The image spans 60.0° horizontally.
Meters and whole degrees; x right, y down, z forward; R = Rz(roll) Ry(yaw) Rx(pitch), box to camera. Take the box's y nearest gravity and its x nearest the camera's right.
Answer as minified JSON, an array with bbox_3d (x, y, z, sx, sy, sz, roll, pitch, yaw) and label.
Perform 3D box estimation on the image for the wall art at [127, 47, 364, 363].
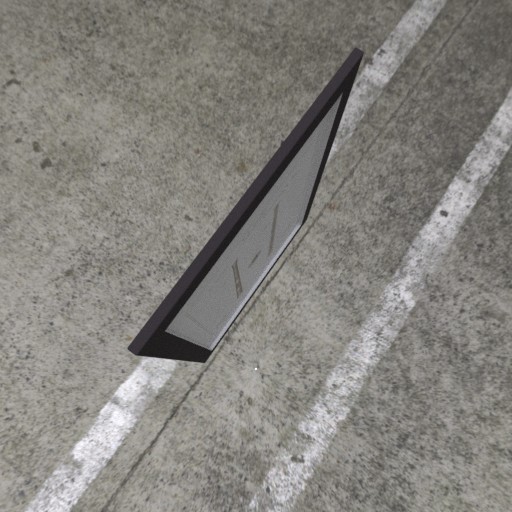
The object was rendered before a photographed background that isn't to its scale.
[{"bbox_3d":[0.000,0.000,0.676,0.012,0.529,0.374,34,78,8],"label":"wall art"}]
